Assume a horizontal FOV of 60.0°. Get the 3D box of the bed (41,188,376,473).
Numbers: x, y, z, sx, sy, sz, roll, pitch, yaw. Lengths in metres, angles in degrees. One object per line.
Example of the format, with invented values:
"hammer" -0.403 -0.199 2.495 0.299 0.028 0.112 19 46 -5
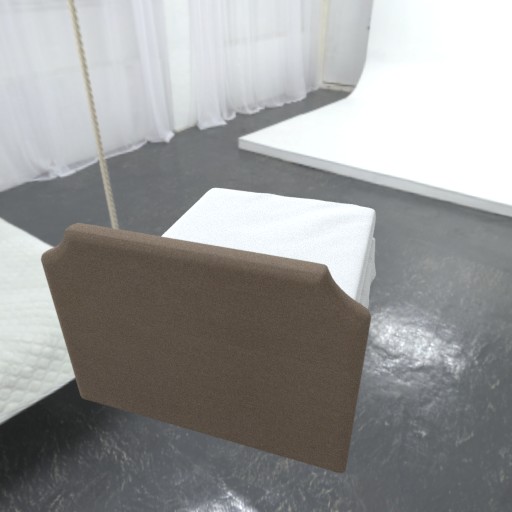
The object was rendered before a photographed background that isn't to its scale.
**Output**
"bed" 0.000 0.000 3.146 1.693 1.290 2.116 10 33 15
